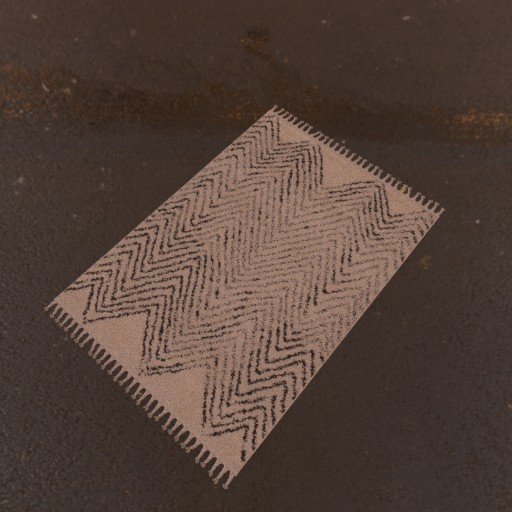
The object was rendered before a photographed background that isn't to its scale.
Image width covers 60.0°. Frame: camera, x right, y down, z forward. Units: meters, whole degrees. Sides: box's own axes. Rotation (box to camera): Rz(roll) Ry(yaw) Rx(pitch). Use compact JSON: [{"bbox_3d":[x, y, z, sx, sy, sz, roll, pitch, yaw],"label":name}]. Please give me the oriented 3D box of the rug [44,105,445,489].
[{"bbox_3d":[0.000,0.000,2.335,1.230,0.014,1.847,37,69,17],"label":"rug"}]
